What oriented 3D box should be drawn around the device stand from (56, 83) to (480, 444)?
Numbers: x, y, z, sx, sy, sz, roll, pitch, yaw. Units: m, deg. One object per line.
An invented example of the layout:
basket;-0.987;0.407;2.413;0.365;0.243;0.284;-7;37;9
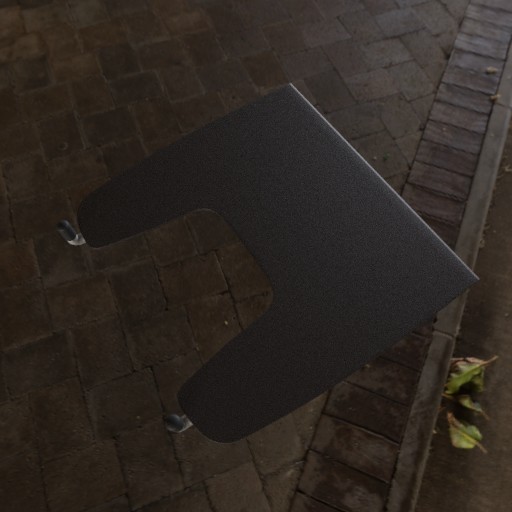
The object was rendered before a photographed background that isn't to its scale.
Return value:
device stand;0.000;0.000;0.349;0.230;0.092;0.230;-31;69;-14
